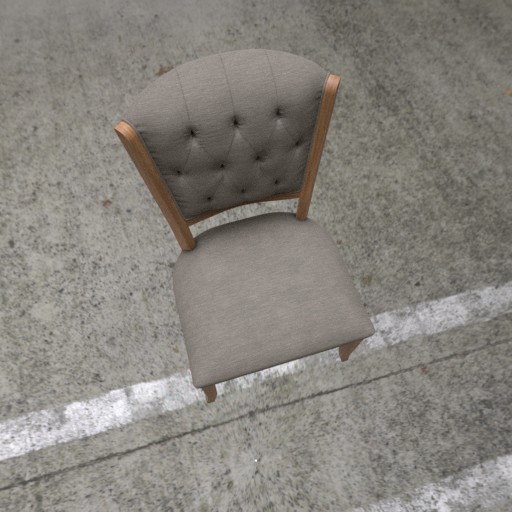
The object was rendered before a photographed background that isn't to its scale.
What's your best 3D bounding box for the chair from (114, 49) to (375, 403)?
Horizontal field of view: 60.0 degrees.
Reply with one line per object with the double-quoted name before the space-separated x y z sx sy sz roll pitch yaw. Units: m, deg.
"chair" 0.000 0.000 1.235 0.513 0.905 0.584 -15 66 -7
